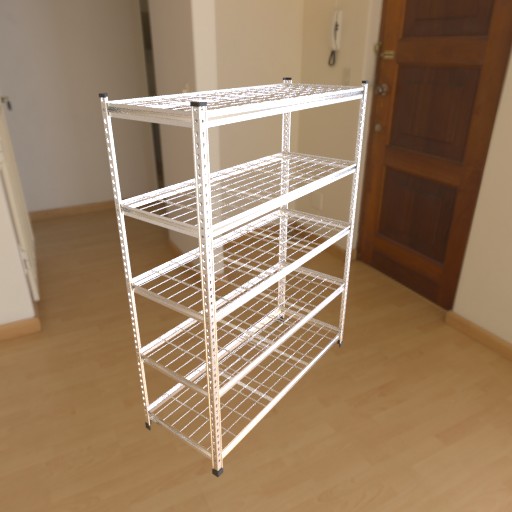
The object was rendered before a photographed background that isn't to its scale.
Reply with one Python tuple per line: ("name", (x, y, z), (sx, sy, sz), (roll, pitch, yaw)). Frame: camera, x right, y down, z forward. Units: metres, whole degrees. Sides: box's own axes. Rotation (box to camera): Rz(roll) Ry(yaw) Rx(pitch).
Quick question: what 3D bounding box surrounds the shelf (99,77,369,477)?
("shelf", (0.000, 0.000, 2.762), (0.610, 1.981, 1.524), (17, 30, 33))
